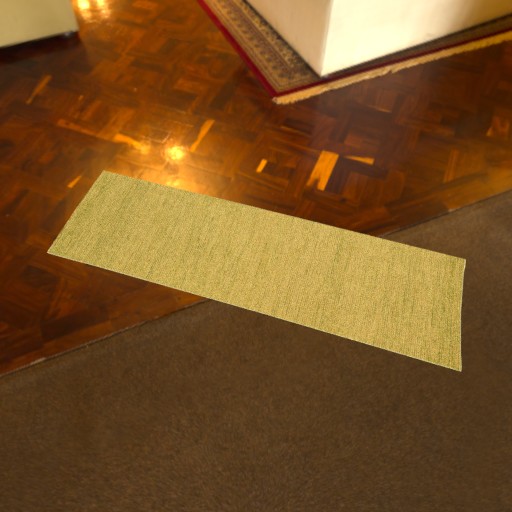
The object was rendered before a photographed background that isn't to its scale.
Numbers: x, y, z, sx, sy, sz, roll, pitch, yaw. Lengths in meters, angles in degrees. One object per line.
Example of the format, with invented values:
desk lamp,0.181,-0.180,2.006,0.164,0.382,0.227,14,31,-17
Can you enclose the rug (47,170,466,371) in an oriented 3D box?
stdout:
rug,0.000,0.000,2.556,2.340,0.013,0.686,15,58,10
